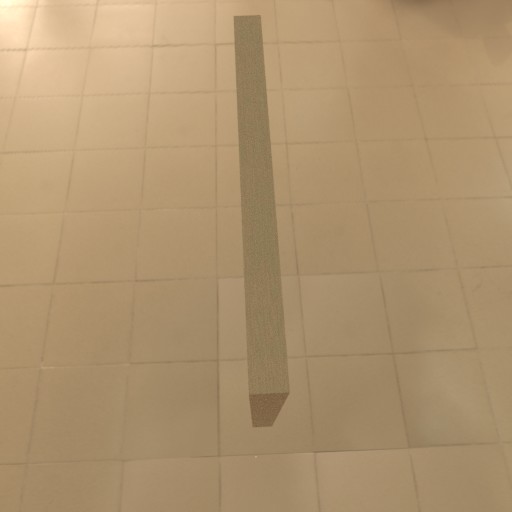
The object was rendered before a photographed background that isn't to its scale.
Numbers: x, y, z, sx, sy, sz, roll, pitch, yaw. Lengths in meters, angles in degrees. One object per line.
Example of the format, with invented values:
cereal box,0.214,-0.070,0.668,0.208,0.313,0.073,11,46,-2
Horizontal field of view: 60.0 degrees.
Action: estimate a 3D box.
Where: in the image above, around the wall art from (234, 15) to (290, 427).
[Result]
wall art,0.000,0.000,0.745,0.038,0.506,0.508,-3,66,-1
